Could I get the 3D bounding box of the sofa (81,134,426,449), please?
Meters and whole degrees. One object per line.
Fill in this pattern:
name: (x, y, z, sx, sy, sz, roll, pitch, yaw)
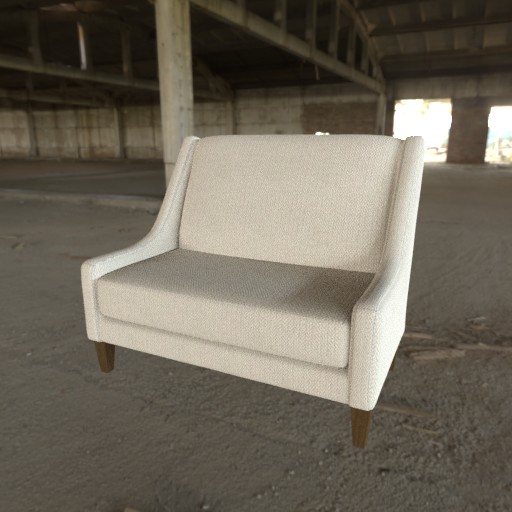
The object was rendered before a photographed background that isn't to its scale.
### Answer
sofa: (0.000, 0.000, 1.923, 1.242, 1.022, 0.870, 7, 16, 25)
